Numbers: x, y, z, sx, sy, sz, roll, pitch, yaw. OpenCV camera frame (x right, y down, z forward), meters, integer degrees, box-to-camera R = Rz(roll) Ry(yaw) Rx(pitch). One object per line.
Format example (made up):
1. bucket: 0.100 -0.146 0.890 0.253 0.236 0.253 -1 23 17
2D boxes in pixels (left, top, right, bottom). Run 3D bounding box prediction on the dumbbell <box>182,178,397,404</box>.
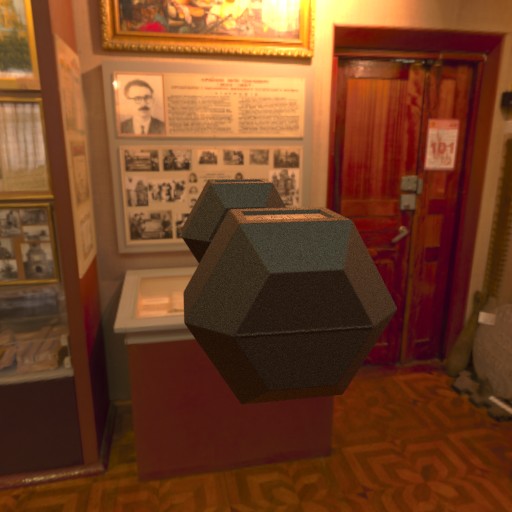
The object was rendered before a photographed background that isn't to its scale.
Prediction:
1. dumbbell: 0.000 0.000 0.431 0.141 0.123 0.356 -2 15 -9
